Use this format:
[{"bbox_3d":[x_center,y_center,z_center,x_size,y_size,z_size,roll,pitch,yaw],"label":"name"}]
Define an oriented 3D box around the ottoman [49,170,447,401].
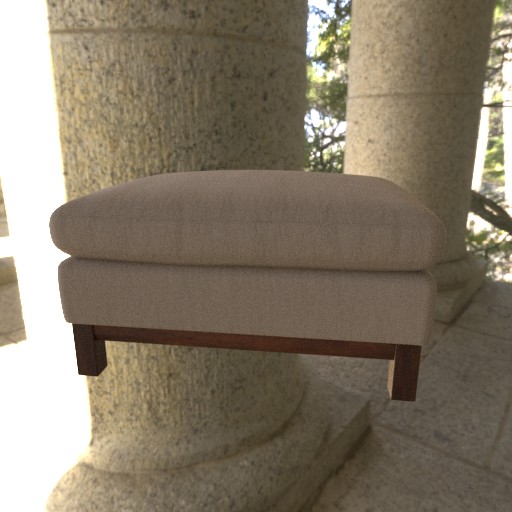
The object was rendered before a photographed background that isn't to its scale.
[{"bbox_3d":[0.000,0.000,1.127,0.771,0.420,0.606,2,16,8],"label":"ottoman"}]
